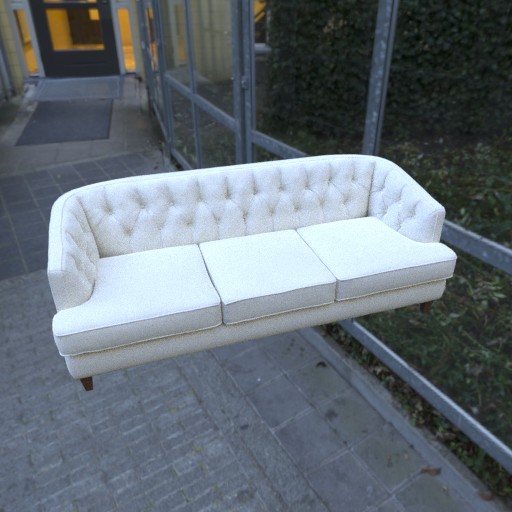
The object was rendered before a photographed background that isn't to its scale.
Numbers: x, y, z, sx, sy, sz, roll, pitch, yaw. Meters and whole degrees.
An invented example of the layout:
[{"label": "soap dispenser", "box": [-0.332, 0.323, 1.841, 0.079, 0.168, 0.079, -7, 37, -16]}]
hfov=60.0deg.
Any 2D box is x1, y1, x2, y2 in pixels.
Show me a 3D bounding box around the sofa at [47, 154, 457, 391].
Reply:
[{"label": "sofa", "box": [0.000, 0.000, 2.718, 2.278, 0.855, 0.941, -10, 33, -15]}]
